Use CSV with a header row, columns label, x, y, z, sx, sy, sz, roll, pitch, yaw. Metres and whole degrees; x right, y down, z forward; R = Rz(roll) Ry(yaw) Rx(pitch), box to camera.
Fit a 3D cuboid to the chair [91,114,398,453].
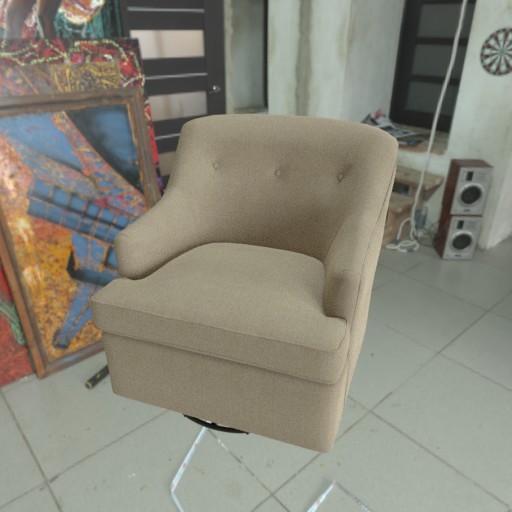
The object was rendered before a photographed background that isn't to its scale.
label,x,y,z,sx,sy,sz,roll,pitch,yaw
chair,0.000,0.000,1.602,0.864,0.856,0.923,9,28,17
